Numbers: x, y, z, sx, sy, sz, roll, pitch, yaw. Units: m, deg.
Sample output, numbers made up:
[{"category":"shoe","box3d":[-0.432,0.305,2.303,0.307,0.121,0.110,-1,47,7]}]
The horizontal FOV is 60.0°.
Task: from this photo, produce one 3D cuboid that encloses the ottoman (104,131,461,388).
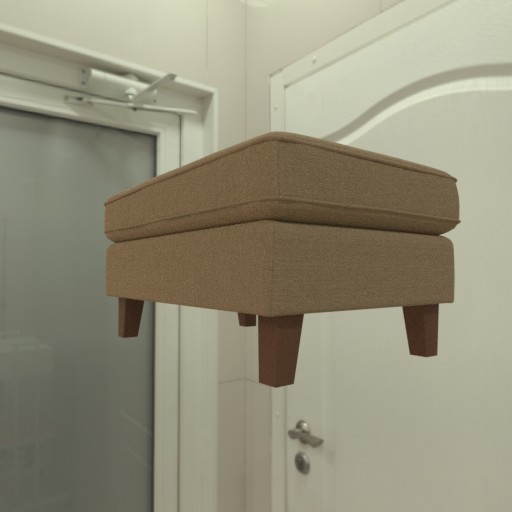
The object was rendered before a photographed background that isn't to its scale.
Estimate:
[{"category":"ottoman","box3d":[0.000,0.000,1.313,0.636,0.521,0.945,2,-3,-37]}]
